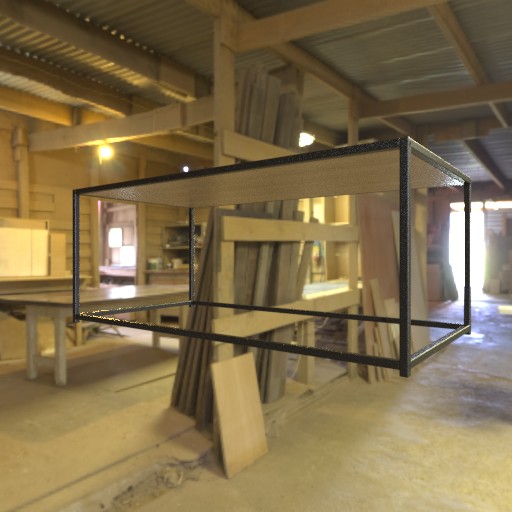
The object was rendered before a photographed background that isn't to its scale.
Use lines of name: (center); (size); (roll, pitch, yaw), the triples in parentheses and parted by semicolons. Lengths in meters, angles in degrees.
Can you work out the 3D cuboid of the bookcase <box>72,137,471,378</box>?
bookcase: (0.000, 0.000, 1.230); (1.000, 0.400, 0.500); (0, 0, 37)
